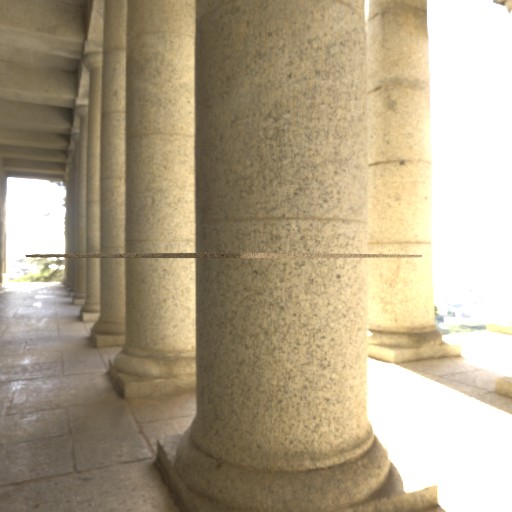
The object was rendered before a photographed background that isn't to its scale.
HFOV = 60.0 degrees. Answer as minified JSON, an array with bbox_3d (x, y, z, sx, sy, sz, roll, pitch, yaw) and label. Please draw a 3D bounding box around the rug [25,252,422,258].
[{"bbox_3d":[0.000,0.000,3.450,1.801,0.024,2.700,0,0,36],"label":"rug"}]
